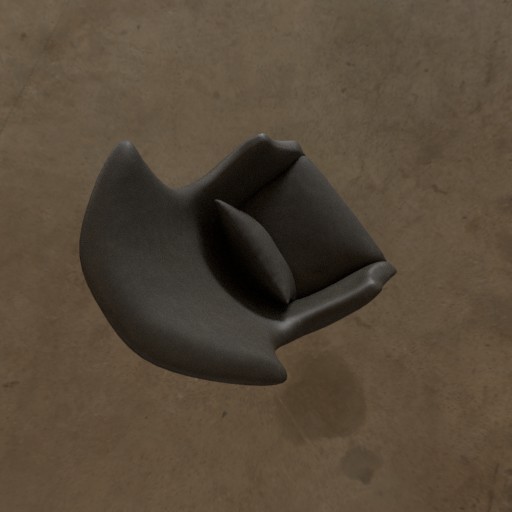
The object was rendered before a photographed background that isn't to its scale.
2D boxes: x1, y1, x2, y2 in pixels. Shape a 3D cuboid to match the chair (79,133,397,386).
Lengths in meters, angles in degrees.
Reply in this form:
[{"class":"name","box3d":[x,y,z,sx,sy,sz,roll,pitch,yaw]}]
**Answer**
[{"class":"chair","box3d":[0.000,0.000,1.697,0.954,1.068,0.819,-34,79,-8]}]
